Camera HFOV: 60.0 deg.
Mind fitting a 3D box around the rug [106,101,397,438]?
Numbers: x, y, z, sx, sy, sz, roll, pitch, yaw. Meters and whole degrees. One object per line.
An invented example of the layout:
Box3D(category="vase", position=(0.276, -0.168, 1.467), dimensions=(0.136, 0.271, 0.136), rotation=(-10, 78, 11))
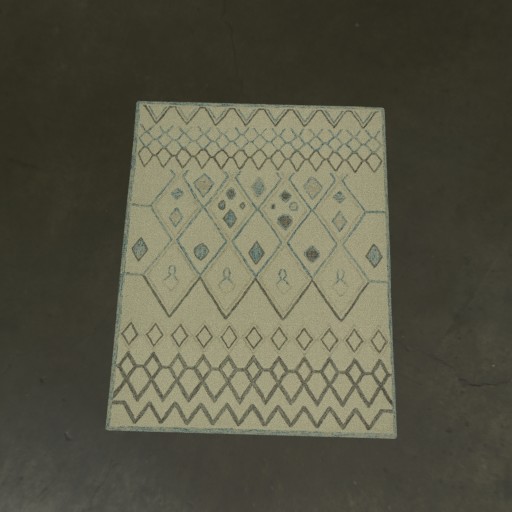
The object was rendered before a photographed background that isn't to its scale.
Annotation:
Box3D(category="rug", position=(0.000, 0.000, 4.038), dimensions=(2.441, 0.013, 3.056), rotation=(2, 78, 0))
